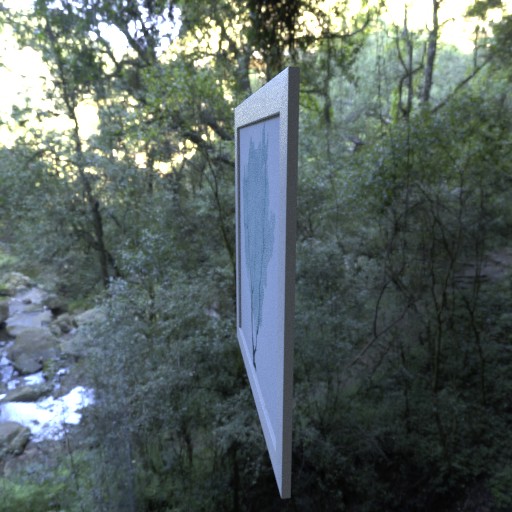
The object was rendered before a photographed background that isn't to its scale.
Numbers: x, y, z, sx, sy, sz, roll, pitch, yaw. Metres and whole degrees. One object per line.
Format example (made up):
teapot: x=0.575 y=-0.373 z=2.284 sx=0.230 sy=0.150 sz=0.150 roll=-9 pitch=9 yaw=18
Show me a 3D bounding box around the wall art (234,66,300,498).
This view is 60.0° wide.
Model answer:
wall art: x=0.000 y=0.000 z=0.841 sx=0.015 sy=0.577 sz=0.572 roll=-2 pitch=14 yaw=-9
